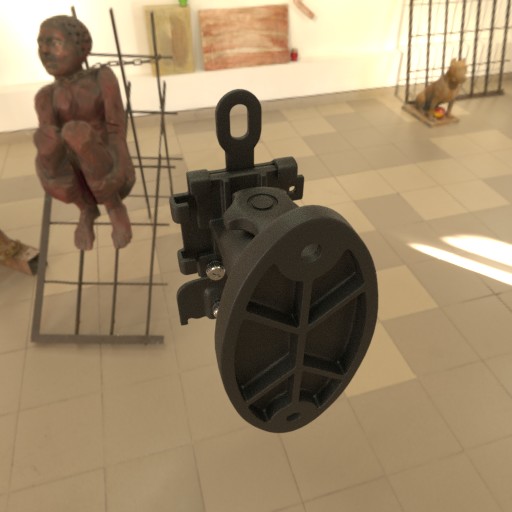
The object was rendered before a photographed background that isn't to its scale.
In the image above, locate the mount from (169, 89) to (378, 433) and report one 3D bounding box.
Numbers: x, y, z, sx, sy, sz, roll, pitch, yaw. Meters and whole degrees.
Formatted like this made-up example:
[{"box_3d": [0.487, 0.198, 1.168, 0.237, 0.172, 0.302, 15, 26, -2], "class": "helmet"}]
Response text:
[{"box_3d": [0.000, 0.000, 0.178, 0.066, 0.118, 0.100, -11, 42, -12], "class": "mount"}]
